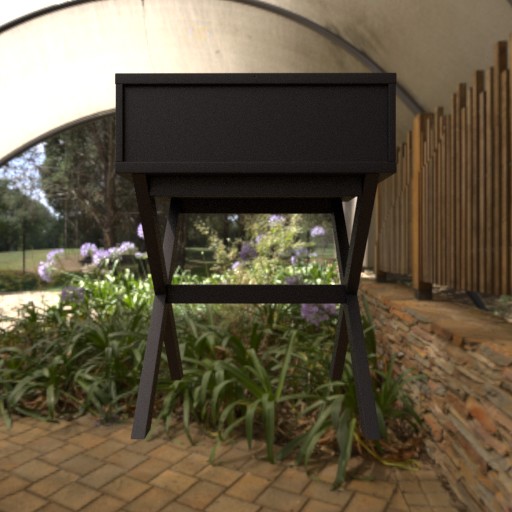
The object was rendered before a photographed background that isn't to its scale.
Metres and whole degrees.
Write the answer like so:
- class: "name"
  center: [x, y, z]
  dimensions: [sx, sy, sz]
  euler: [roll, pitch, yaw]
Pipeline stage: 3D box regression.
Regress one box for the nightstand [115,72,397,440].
- class: "nightstand"
  center: [0.000, 0.000, 0.953]
  dimensions: [0.479, 0.623, 0.402]
  euler: [0, 0, 0]
